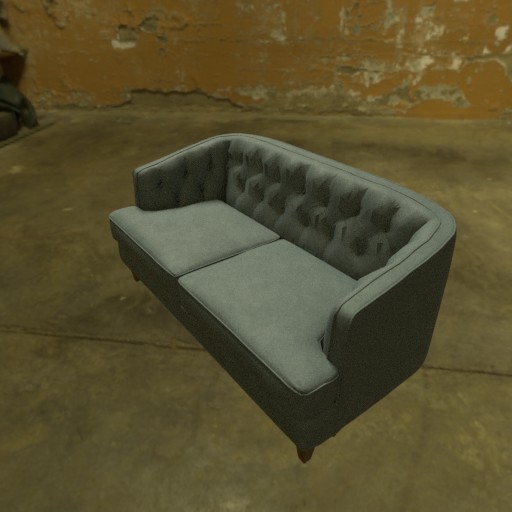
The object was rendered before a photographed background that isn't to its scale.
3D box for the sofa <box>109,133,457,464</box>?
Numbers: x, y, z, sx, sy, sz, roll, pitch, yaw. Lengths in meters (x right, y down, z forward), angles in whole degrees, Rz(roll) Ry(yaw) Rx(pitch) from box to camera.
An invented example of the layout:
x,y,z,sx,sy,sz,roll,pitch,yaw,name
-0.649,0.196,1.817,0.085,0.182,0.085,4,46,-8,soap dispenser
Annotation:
x,y,z,sx,sy,sz,roll,pitch,yaw,name
0.000,0.000,2.255,0.941,0.855,1.733,-21,36,-31,sofa
